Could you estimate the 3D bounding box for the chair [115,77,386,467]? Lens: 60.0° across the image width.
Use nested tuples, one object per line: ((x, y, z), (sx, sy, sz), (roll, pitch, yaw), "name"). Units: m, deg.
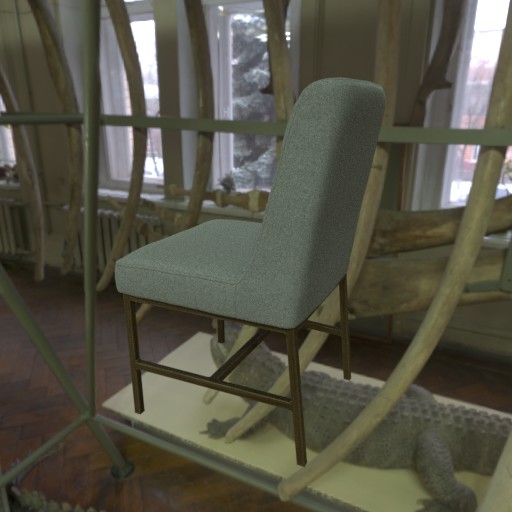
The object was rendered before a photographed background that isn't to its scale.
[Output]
((0.000, 0.000, 1.229), (0.587, 0.889, 0.508), (9, 20, 25), "chair")
